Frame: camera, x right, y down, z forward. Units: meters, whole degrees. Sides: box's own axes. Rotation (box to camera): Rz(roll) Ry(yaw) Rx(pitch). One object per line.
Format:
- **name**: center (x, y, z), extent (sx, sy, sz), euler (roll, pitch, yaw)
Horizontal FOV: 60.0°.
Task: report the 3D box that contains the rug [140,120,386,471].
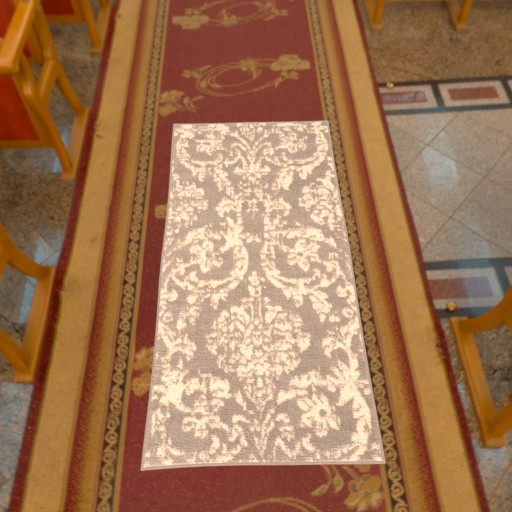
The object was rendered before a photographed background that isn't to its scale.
- **rug**: center (0.000, 0.000, 1.405), extent (0.604, 0.007, 1.219), euler (-1, 59, -1)
